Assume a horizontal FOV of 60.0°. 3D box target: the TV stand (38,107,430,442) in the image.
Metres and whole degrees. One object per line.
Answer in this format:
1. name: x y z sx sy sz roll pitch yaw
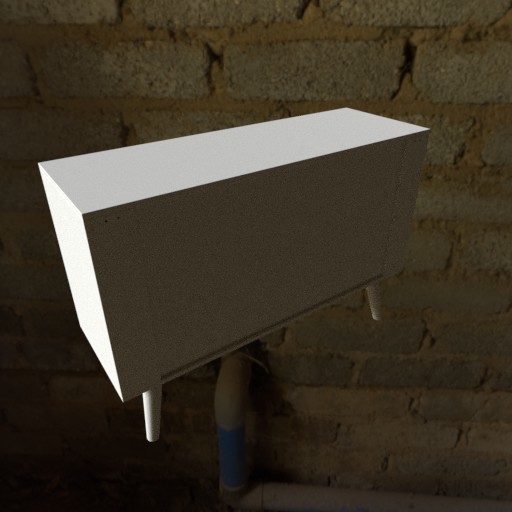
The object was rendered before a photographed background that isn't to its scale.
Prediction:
1. TV stand: 0.000 0.000 1.589 1.193 0.812 0.406 -20 36 -30
